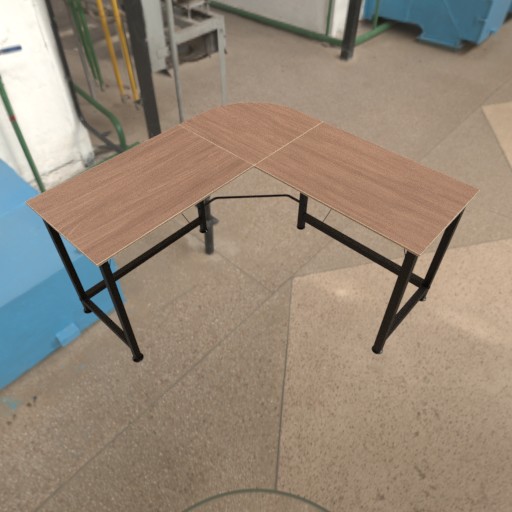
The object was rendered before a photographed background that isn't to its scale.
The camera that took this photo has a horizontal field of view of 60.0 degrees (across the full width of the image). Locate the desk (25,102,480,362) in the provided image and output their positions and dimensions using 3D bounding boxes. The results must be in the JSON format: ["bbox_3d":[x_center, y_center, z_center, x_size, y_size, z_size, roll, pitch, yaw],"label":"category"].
[{"bbox_3d":[0.000,0.000,2.201,1.400,0.762,1.400,34,55,28],"label":"desk"}]
